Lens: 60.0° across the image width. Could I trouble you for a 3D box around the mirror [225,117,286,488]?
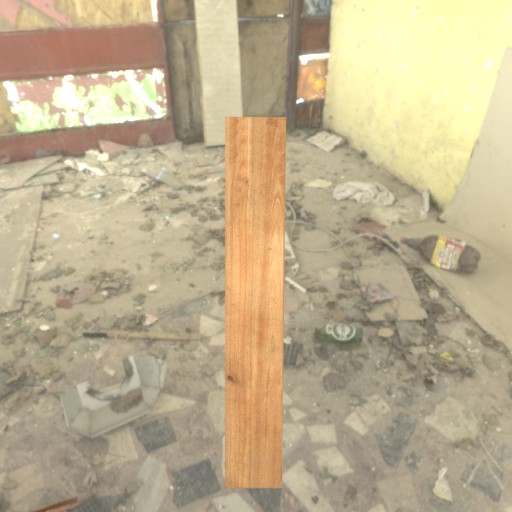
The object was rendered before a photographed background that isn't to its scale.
[{"bbox_3d":[0.000,0.000,0.875,0.100,0.548,0.631,0,35,1],"label":"mirror"}]
